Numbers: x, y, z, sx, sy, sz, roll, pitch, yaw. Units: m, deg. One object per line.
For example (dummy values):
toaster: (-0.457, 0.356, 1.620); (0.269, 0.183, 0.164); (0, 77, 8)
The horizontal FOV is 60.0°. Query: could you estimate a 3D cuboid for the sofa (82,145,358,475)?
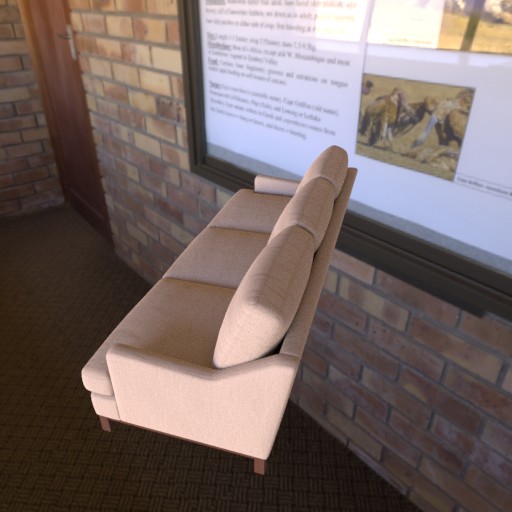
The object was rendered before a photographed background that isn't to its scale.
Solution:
sofa: (0.000, 0.000, 2.816); (1.000, 0.913, 2.321); (9, 32, 14)
